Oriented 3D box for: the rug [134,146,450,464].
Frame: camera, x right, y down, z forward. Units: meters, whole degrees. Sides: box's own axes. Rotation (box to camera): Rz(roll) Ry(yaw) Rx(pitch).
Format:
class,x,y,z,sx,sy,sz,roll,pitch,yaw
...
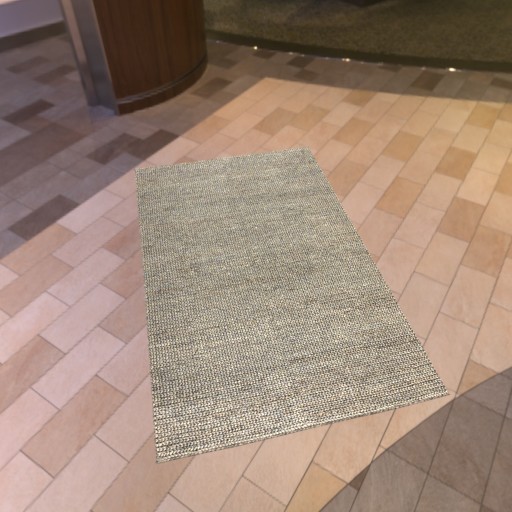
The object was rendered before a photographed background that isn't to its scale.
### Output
class,x,y,z,sx,sy,sz,roll,pitch,yaw
rug,0.000,0.000,3.029,1.538,0.021,2.443,-10,47,-9
